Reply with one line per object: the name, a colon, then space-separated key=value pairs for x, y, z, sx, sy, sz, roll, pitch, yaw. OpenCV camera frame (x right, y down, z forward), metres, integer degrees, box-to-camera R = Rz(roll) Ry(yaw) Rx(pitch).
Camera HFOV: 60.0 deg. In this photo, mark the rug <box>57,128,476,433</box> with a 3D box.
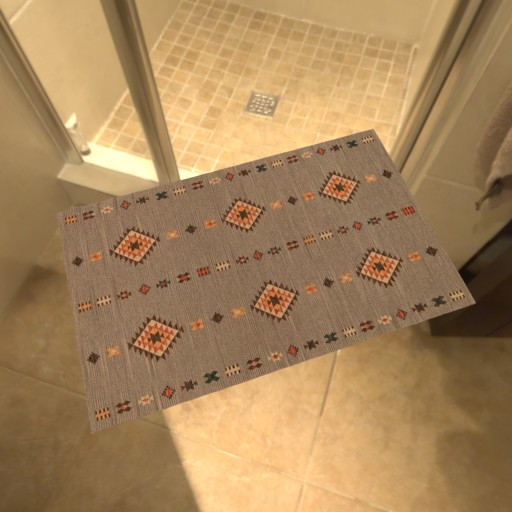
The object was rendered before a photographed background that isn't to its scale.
rug: x=0.000 y=0.000 z=2.949 sx=2.427 sy=0.007 sz=1.515 roll=-17 pitch=65 yaw=-8
